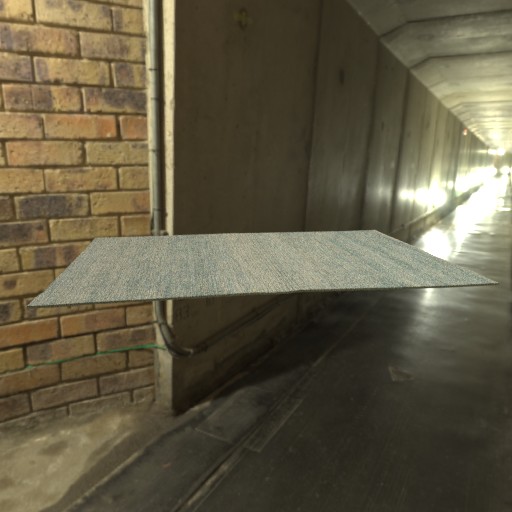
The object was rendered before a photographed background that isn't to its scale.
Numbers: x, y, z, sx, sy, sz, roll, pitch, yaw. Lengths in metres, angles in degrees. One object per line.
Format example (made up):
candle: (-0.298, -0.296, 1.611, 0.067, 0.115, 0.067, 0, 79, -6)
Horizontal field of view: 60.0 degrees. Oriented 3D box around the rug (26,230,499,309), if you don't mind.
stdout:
rug: (0.000, 0.000, 5.074, 4.078, 0.052, 2.802, -2, 14, -8)
